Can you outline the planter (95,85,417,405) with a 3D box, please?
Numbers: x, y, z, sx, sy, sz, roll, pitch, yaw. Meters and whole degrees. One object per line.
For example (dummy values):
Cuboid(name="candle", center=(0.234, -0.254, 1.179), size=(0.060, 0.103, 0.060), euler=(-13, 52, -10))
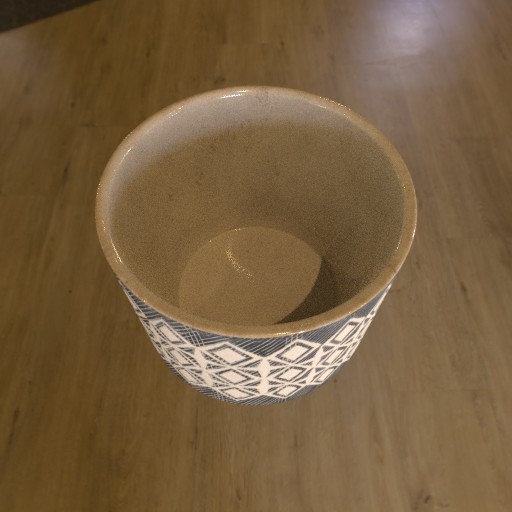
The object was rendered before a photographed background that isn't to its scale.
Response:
Cuboid(name="planter", center=(0.000, 0.000, 0.221), size=(0.126, 0.104, 0.126), euler=(0, 58, 0))
